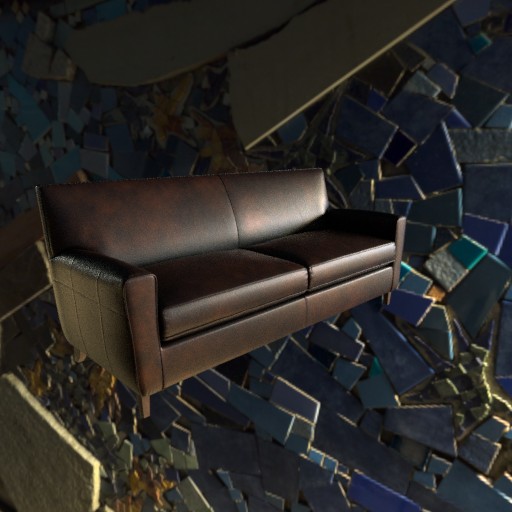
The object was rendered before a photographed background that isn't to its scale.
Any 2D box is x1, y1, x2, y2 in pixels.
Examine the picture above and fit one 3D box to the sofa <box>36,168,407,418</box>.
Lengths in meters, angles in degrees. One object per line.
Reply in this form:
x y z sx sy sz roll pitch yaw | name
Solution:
0.000 0.000 2.477 1.995 0.871 0.786 -13 19 -42 | sofa
